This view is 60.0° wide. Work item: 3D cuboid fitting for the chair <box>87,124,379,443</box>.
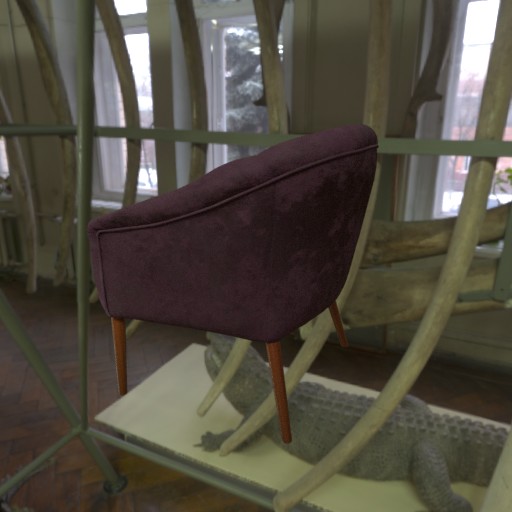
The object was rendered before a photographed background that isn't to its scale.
[{"bbox_3d":[0.000,0.000,1.550,0.776,0.885,0.851,8,18,25],"label":"chair"}]
